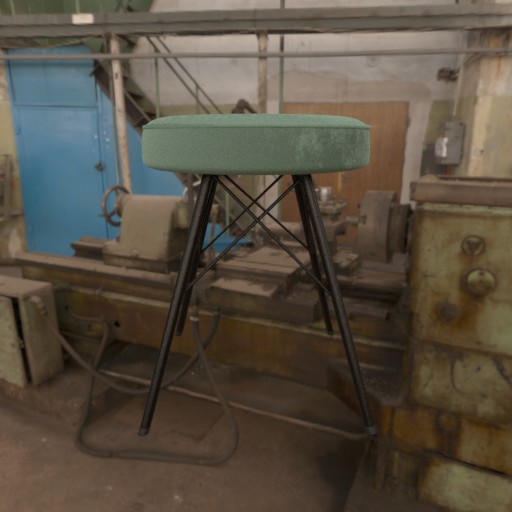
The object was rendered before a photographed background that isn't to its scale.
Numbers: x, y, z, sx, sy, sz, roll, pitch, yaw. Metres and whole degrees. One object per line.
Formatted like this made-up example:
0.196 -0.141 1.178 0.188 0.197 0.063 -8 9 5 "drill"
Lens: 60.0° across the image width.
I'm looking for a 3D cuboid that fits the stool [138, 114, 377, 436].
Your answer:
0.000 0.000 0.871 0.458 0.519 0.457 2 15 7 "stool"
